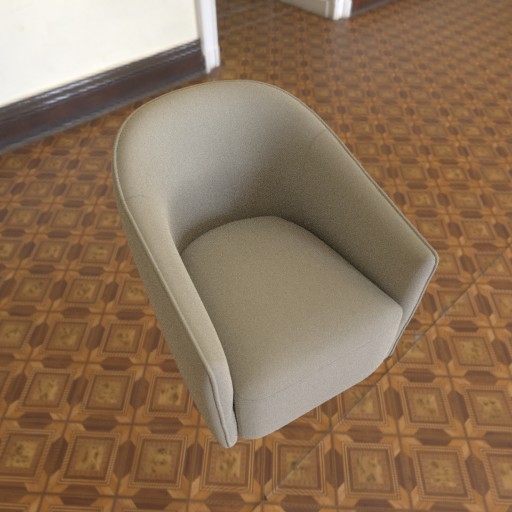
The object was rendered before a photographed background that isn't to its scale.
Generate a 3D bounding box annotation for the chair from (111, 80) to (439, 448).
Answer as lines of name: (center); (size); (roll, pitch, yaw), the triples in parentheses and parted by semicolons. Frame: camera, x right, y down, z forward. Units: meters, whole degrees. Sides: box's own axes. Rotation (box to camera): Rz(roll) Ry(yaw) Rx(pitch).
chair: (0.000, 0.000, 1.449); (0.747, 0.799, 0.875); (-23, 51, -20)
